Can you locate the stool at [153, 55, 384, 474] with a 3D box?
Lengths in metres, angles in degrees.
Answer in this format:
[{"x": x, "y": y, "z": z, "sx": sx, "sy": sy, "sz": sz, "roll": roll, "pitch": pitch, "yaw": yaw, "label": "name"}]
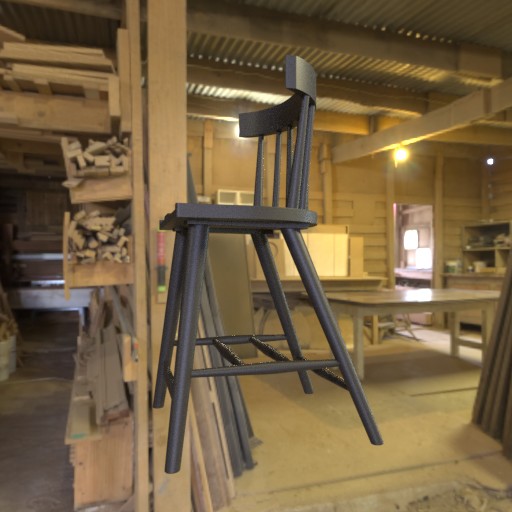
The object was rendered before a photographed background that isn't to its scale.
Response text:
[{"x": 0.000, "y": 0.000, "z": 1.264, "sx": 0.549, "sy": 0.953, "sz": 0.494, "roll": 0, "pitch": 0, "yaw": -16, "label": "stool"}]
